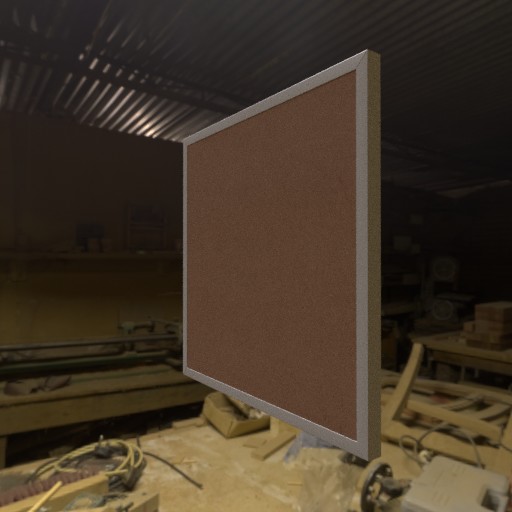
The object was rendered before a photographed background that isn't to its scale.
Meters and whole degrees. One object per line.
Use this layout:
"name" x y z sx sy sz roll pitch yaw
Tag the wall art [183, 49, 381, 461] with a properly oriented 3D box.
"wall art" 0.000 0.000 1.136 0.036 0.760 0.760 0 0 -36
